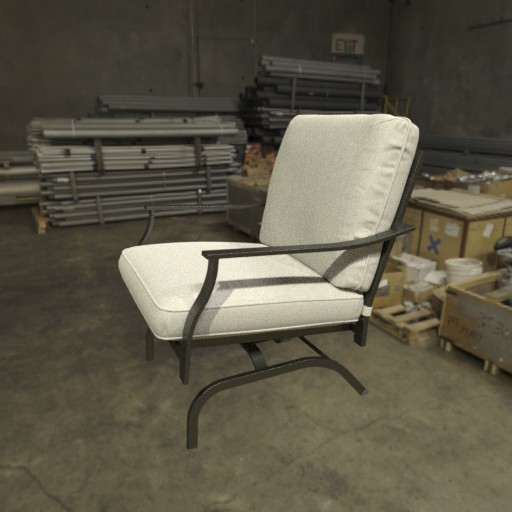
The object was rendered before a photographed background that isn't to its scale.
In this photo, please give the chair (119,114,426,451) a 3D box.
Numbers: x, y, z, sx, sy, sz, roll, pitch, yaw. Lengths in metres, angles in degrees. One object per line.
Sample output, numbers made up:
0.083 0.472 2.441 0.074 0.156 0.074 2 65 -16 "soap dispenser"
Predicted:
0.000 0.000 1.412 0.787 0.860 0.650 -8 19 -24 "chair"
